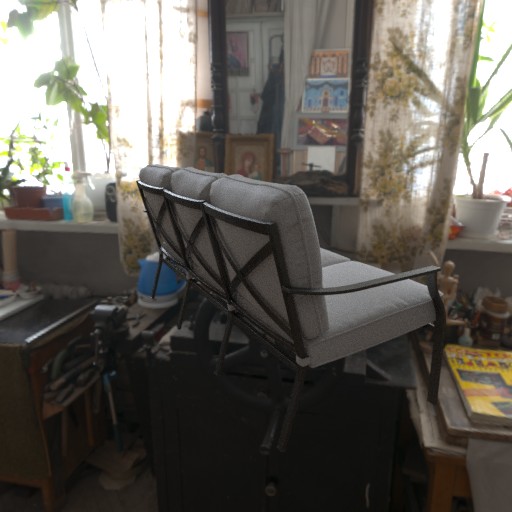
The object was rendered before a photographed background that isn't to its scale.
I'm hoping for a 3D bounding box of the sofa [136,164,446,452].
[{"bbox_3d":[0.000,0.000,2.194,0.787,0.860,1.740,-7,16,-26],"label":"sofa"}]
